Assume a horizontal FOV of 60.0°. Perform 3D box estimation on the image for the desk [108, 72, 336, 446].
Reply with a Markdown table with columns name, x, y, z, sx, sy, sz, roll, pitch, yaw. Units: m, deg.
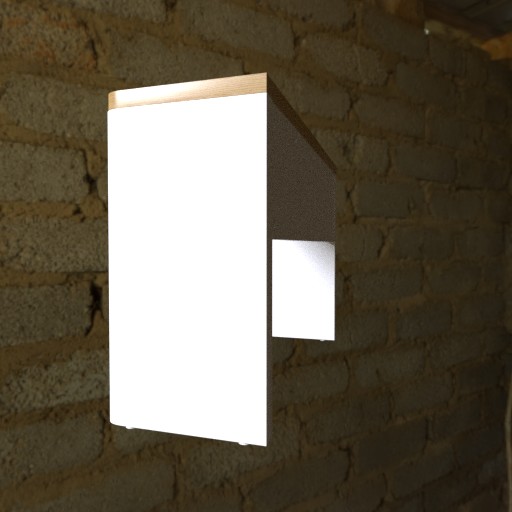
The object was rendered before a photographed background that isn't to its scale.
| name | x | y | z | sx | sy | sz | roll | pitch | yaw |
| --- | --- | --- | --- | --- | --- | --- | --- | --- | --- |
| desk | 0.000 | 0.000 | 1.476 | 0.390 | 0.760 | 1.100 | 0 | 1 | 17 |
